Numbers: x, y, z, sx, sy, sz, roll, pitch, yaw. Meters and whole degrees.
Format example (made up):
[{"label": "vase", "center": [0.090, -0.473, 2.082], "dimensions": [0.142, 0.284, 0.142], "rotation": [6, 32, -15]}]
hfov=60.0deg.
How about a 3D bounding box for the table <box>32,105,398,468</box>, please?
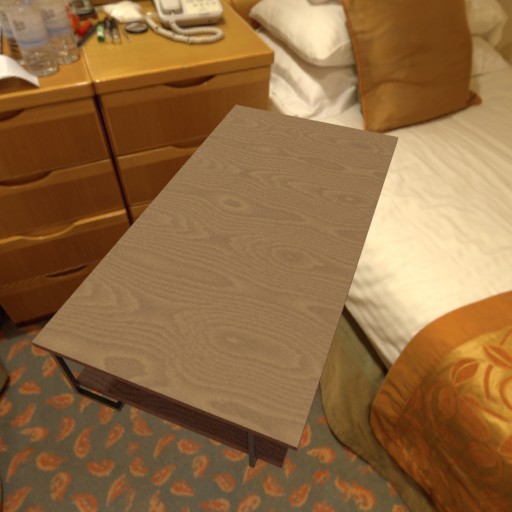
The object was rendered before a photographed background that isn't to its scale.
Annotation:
[{"label": "table", "center": [0.000, 0.000, 1.455], "dimensions": [0.651, 0.347, 1.197], "rotation": [16, 49, 15]}]
